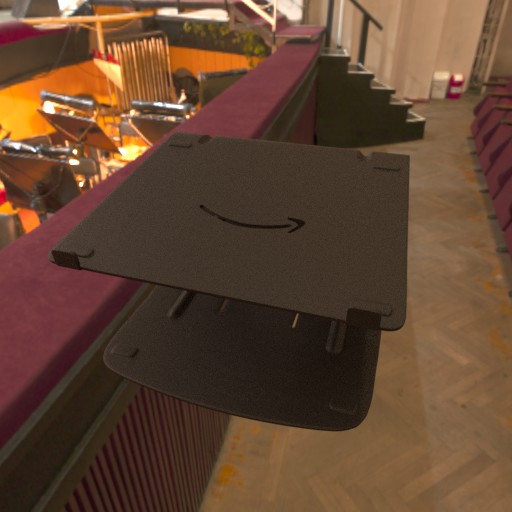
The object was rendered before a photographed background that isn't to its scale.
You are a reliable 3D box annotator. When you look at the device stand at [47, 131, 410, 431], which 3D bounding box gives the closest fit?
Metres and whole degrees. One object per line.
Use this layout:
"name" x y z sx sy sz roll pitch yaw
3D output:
"device stand" 0.000 0.000 0.405 0.256 0.155 0.236 10 34 15
